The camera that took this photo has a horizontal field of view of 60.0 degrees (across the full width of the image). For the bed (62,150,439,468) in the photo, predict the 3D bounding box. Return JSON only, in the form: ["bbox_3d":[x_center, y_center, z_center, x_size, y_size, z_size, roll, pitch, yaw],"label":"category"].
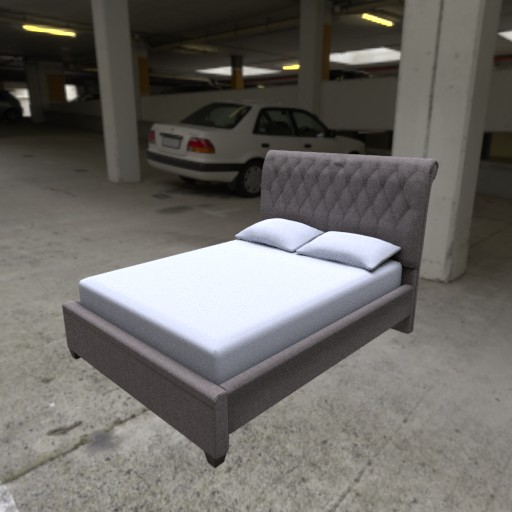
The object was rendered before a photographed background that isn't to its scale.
[{"bbox_3d":[0.000,0.000,3.265,1.645,1.371,2.252,15,23,41],"label":"bed"}]
